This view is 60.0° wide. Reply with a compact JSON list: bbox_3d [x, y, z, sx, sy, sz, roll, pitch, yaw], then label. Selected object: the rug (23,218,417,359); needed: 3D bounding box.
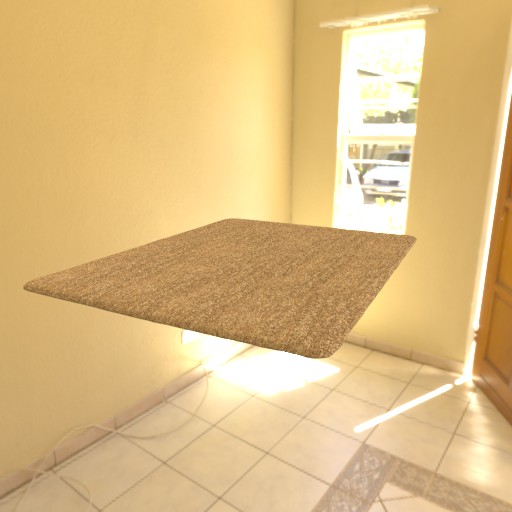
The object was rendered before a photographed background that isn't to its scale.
[{"bbox_3d":[0.000,0.000,3.769,2.242,0.050,2.873,8,17,26],"label":"rug"}]
